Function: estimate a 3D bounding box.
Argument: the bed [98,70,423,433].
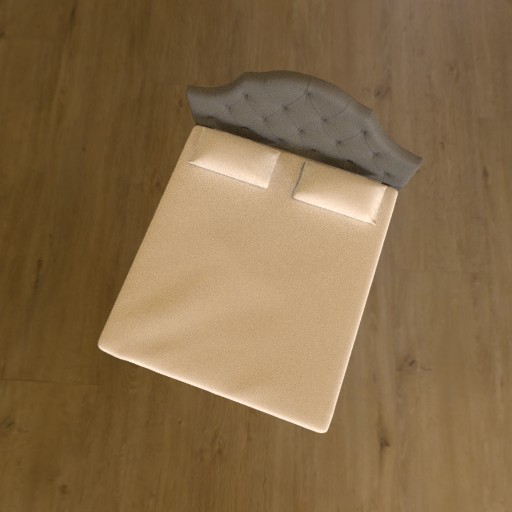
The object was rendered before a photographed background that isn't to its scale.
[{"bbox_3d":[0.000,0.000,3.480,2.008,1.615,2.214,19,76,5],"label":"bed"}]
